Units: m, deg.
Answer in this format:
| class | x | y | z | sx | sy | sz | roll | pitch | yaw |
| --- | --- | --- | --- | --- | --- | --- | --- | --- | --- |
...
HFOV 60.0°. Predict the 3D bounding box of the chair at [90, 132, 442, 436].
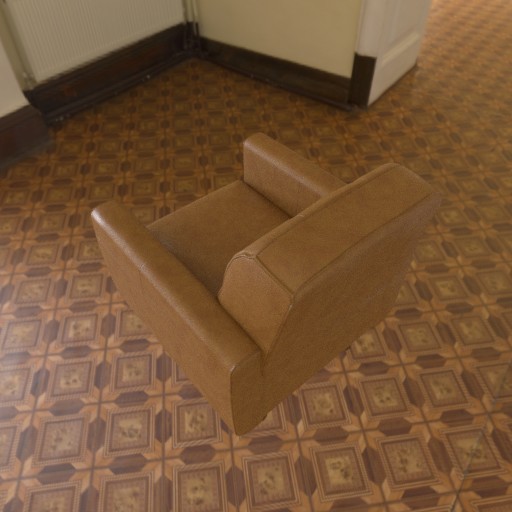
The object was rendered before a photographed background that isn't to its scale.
| class | x | y | z | sx | sy | sz | roll | pitch | yaw |
| --- | --- | --- | --- | --- | --- | --- | --- | --- | --- |
| chair | 0.000 | 0.000 | 1.650 | 0.845 | 0.968 | 0.942 | -32 | 54 | -26 |
